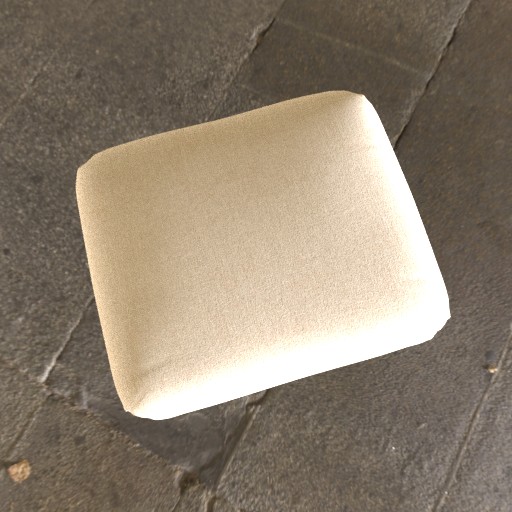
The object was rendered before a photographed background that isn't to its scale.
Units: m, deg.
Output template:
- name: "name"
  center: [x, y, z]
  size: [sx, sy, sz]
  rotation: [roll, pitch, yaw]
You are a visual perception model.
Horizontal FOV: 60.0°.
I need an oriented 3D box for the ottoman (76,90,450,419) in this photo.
- name: "ottoman"
  center: [0.000, 0.000, 1.122]
  size: [0.747, 0.450, 0.622]
  rotation: [-16, 77, -4]
